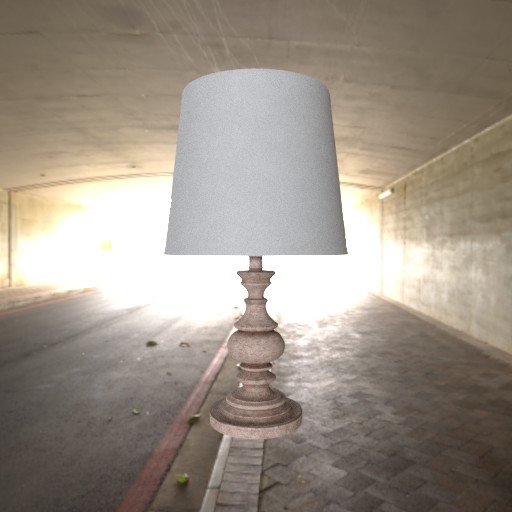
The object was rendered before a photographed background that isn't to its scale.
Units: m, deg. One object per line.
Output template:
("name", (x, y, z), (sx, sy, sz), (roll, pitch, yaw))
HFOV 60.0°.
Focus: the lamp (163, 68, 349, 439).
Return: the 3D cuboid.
("lamp", (0.000, 0.000, 0.667), (0.273, 0.497, 0.273), (0, 1, 0))
